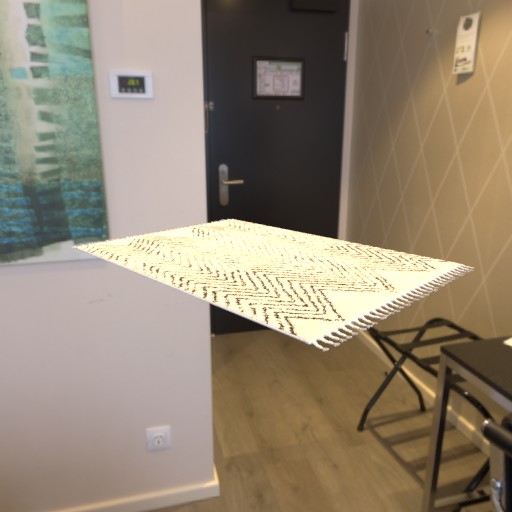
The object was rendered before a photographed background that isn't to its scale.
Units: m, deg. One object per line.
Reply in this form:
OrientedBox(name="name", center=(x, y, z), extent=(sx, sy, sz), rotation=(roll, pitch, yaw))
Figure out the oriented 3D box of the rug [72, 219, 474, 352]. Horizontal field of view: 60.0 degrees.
OrientedBox(name="rug", center=(0.000, 0.000, 2.383), extent=(1.847, 0.014, 1.230), rotation=(15, 21, 43))
